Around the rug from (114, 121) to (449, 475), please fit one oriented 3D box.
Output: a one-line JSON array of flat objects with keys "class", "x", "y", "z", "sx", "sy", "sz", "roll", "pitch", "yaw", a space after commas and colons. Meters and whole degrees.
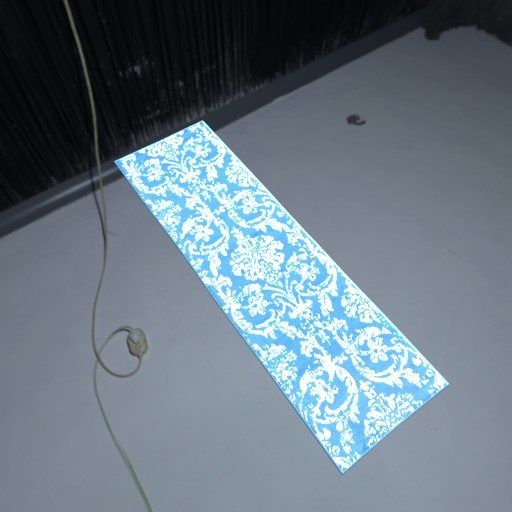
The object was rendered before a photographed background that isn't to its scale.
[{"class": "rug", "x": 0.000, "y": 0.000, "z": 2.442, "sx": 0.662, "sy": 0.011, "sz": 2.196, "roll": -31, "pitch": 63, "yaw": -18}]
